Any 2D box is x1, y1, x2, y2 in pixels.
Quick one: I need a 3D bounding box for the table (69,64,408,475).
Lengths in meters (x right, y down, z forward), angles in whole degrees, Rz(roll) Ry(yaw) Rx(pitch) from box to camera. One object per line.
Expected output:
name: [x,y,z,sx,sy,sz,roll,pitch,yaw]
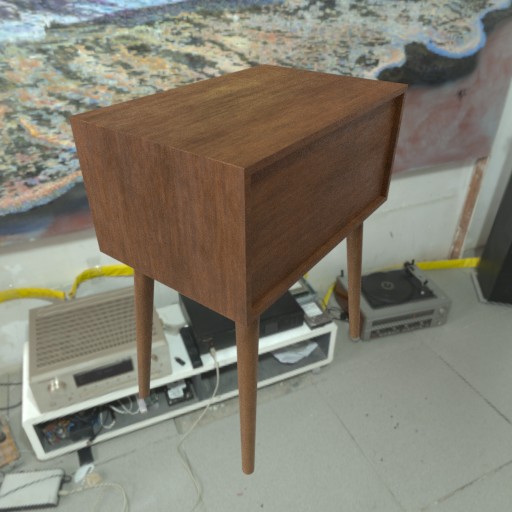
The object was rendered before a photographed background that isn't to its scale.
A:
table: [0.000,0.000,0.839,0.307,0.580,0.454,22,40,30]
